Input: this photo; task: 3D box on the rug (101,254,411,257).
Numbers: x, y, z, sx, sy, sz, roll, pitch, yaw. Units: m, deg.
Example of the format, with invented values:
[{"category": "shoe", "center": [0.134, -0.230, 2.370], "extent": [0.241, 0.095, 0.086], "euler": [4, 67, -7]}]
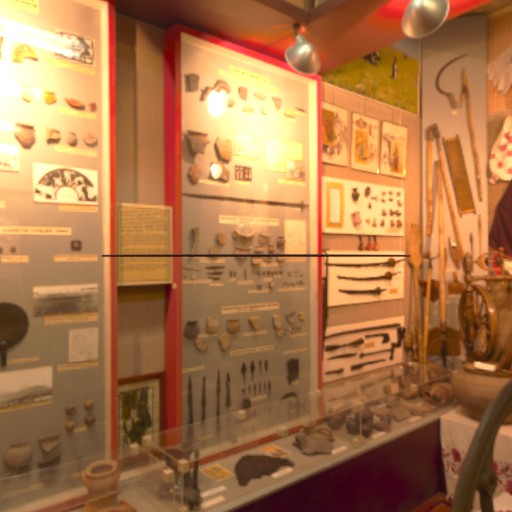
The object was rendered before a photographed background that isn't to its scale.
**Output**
[{"category": "rug", "center": [0.000, 0.000, 2.416], "extent": [1.591, 0.010, 1.591], "euler": [0, 0, 0]}]
